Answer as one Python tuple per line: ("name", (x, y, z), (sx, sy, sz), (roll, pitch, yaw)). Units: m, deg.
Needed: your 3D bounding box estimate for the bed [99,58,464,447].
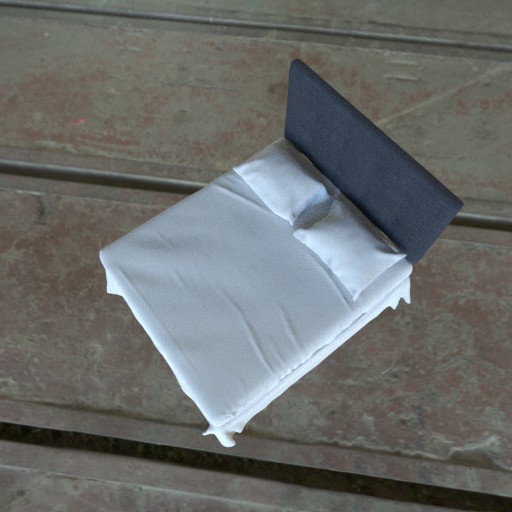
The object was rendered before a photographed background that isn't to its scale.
("bed", (0.000, 0.000, 3.462), (2.222, 1.577, 1.936), (-35, 69, -15))
